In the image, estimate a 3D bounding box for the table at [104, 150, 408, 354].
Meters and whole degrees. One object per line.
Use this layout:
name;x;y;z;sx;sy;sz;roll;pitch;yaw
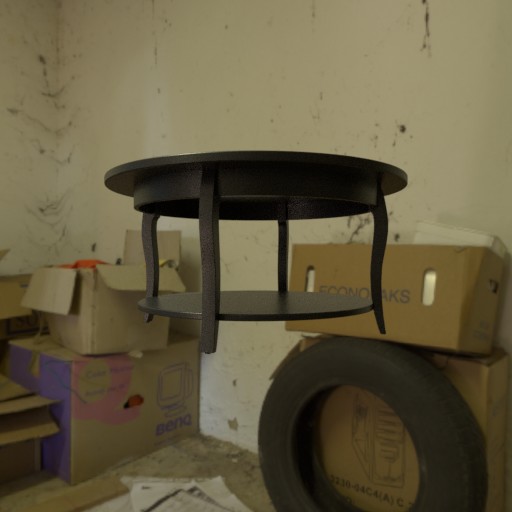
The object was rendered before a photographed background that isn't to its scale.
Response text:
table;0.000;0.000;1.411;0.914;0.457;0.914;0;0;0
